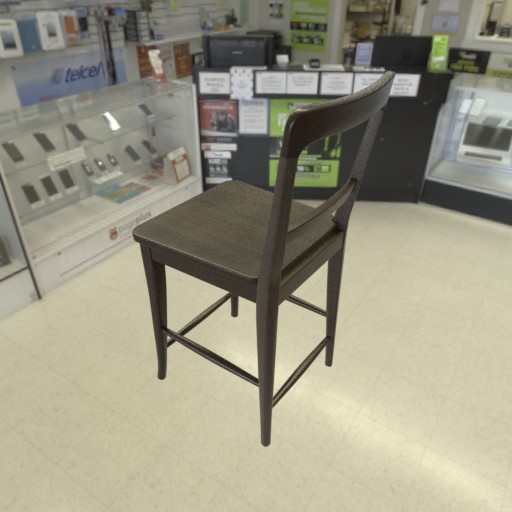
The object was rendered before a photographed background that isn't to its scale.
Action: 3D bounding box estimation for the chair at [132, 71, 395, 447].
[{"bbox_3d":[0.000,0.000,1.270,0.546,0.991,0.450,22,39,30],"label":"chair"}]
